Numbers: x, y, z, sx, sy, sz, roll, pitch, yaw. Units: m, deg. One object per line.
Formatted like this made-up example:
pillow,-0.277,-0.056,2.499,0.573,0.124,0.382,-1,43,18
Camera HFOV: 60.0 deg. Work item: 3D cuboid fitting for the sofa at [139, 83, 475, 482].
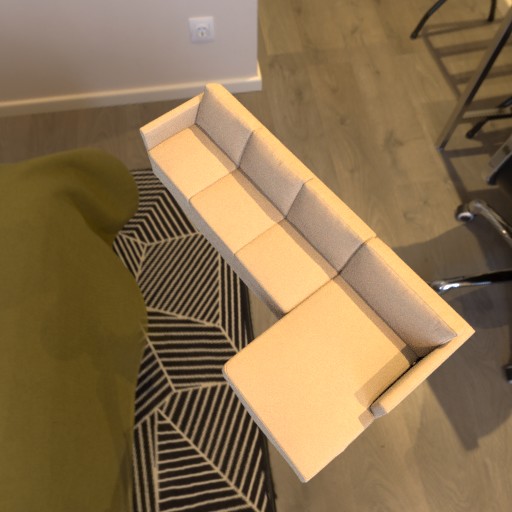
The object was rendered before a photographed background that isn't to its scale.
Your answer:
sofa,0.000,0.000,3.775,1.622,0.871,3.206,-36,69,-16
